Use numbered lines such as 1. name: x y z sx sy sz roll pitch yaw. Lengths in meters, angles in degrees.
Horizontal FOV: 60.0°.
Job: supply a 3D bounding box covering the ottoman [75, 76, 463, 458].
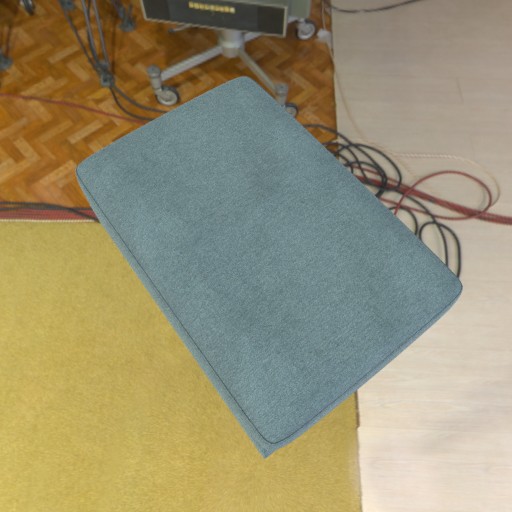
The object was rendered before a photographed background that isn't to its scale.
1. ottoman: 0.000 0.000 1.222 0.584 0.483 0.864 -34 69 -15
